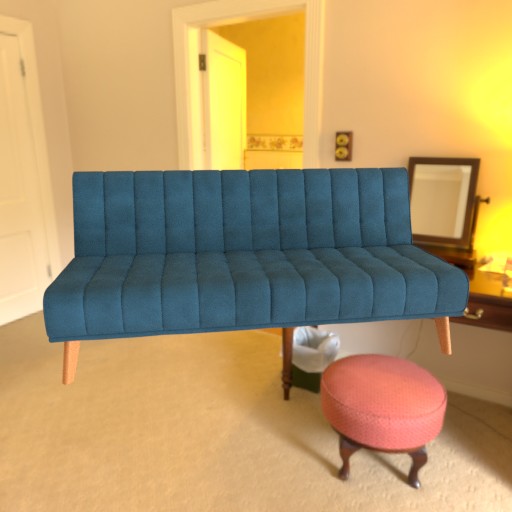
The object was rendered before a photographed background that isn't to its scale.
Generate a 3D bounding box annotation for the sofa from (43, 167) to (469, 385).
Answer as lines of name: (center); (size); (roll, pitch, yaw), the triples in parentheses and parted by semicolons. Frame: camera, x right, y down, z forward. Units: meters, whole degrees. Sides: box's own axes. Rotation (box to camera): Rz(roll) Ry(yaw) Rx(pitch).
sofa: (0.000, 0.000, 2.234); (1.804, 0.813, 0.855); (-2, 16, -8)
